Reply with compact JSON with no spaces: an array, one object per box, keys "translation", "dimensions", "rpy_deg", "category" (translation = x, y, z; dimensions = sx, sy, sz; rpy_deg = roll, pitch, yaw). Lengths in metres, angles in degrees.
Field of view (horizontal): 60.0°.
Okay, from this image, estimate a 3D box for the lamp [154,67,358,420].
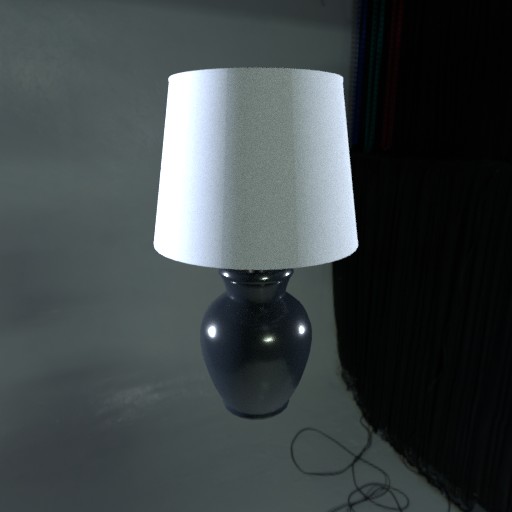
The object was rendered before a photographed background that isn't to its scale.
[{"translation":[0.000,0.000,0.538],"dimensions":[0.239,0.399,0.239],"rpy_deg":[0,15,0],"category":"lamp"}]
